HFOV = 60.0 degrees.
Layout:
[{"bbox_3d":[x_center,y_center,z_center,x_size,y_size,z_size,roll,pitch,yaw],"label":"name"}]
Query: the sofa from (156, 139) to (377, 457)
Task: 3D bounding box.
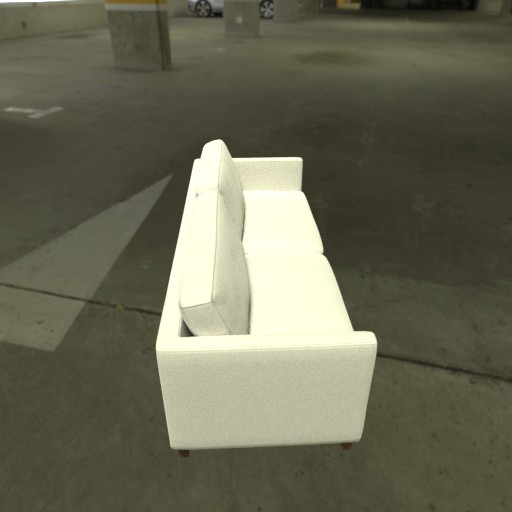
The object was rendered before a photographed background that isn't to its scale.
[{"bbox_3d":[0.000,0.000,2.928,0.951,0.962,2.361,-1,31,-2],"label":"sofa"}]
